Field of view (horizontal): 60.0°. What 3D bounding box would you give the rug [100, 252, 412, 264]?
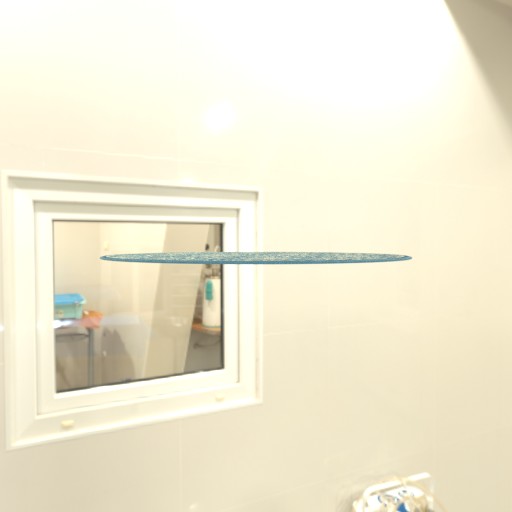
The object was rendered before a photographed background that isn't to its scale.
[{"bbox_3d":[0.000,0.000,2.395,1.593,0.012,1.593,0,2,0],"label":"rug"}]
